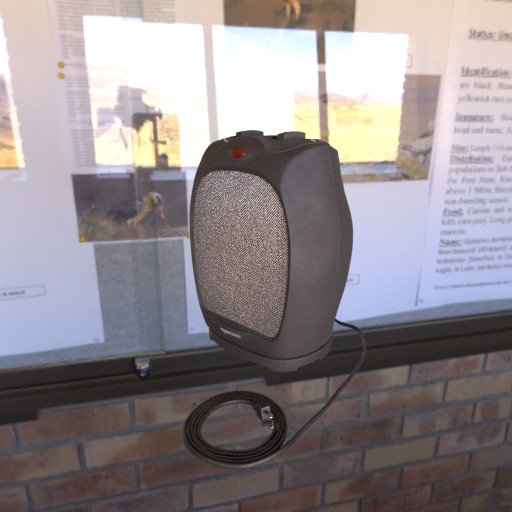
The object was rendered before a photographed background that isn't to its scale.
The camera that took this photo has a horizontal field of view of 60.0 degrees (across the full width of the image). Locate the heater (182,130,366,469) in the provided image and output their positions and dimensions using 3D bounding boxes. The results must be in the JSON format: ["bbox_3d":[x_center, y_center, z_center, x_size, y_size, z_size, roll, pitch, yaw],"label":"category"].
[{"bbox_3d":[0.000,0.000,0.474,0.239,0.255,0.291,16,24,41],"label":"heater"}]
